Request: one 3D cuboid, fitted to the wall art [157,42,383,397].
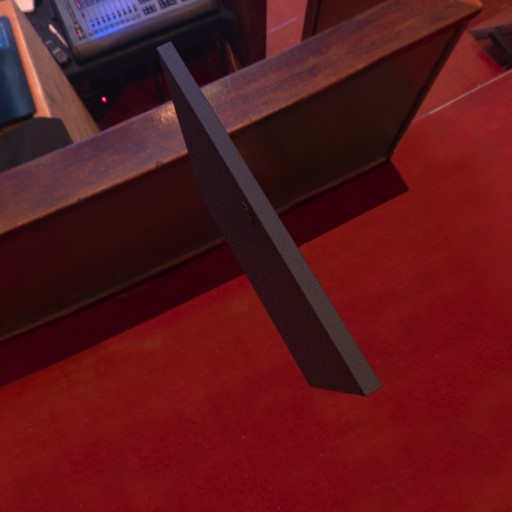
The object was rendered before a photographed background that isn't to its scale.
[{"bbox_3d":[0.000,0.000,1.231,0.043,0.807,0.805,-29,77,-7],"label":"wall art"}]
